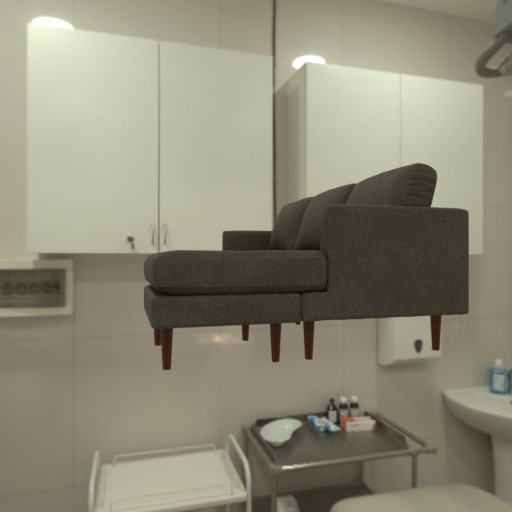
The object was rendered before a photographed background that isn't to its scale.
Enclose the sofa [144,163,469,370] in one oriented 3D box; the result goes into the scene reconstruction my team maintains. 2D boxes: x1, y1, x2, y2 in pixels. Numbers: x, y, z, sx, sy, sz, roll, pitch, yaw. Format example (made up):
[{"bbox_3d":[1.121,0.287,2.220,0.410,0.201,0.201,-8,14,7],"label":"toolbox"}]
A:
[{"bbox_3d":[0.000,0.000,2.995,1.504,0.956,2.233,0,0,-16],"label":"sofa"}]
